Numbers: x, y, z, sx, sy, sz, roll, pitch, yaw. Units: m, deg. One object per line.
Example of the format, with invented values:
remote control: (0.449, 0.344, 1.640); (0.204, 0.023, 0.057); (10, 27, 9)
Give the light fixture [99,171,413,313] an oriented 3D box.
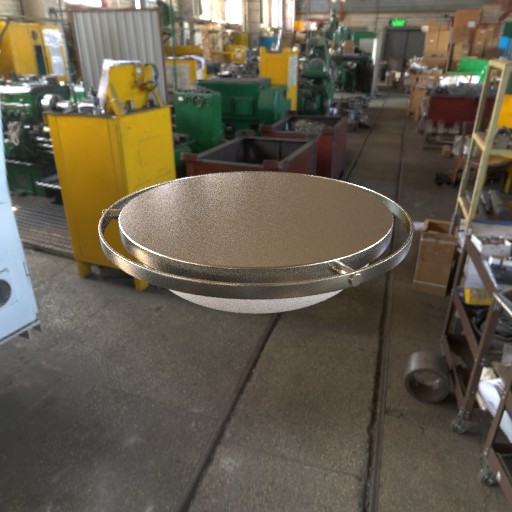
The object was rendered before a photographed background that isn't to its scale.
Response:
light fixture: (0.000, 0.000, 0.559); (0.361, 0.130, 0.361); (0, 26, 0)
